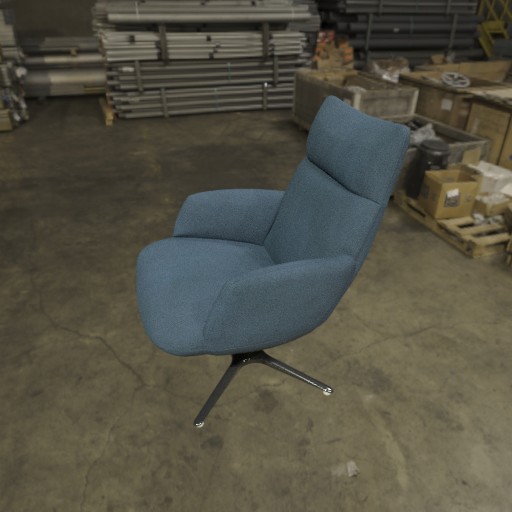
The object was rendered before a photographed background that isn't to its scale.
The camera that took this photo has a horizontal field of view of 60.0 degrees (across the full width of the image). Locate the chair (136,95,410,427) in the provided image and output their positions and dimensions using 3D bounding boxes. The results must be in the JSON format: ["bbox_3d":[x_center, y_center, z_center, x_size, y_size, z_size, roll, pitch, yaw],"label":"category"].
[{"bbox_3d":[0.000,0.000,1.647,0.889,1.016,0.711,-9,31,-15],"label":"chair"}]
